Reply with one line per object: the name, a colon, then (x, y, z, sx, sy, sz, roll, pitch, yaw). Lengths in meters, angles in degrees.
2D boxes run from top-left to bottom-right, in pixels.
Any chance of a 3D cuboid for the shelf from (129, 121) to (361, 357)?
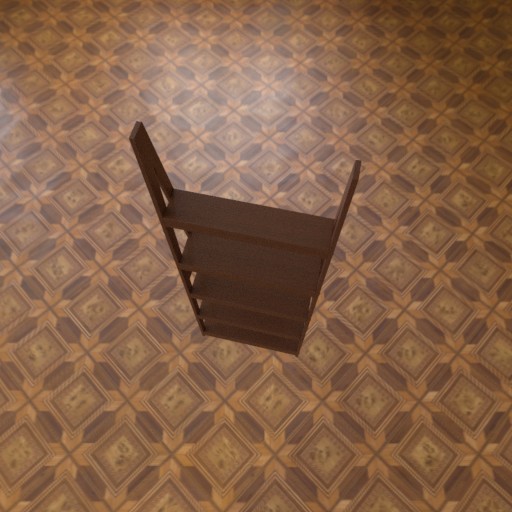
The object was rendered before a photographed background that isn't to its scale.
shelf: (0.000, 0.000, 1.979, 0.600, 1.770, 0.350, 12, 64, 6)
